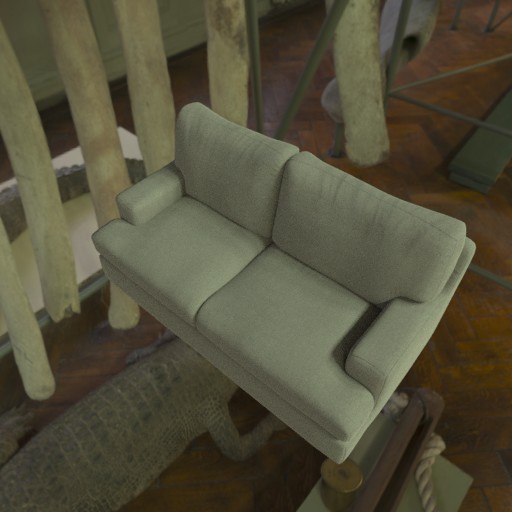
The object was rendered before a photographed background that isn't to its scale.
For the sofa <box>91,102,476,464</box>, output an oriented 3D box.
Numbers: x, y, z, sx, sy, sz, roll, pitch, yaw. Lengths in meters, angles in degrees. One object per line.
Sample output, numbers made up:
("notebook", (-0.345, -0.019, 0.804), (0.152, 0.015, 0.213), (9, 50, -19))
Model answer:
("sofa", (0.000, 0.000, 2.392), (1.855, 0.980, 0.962), (32, 54, 26))
